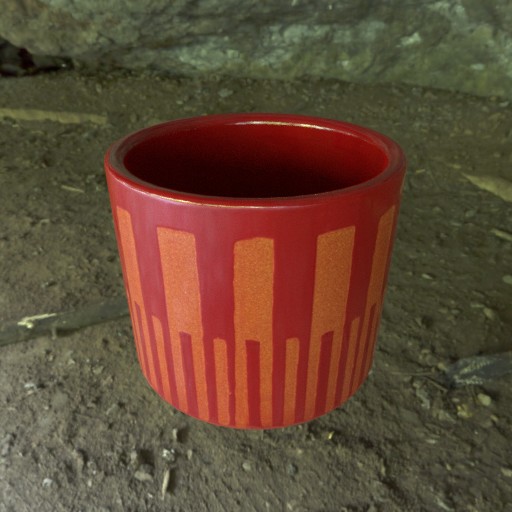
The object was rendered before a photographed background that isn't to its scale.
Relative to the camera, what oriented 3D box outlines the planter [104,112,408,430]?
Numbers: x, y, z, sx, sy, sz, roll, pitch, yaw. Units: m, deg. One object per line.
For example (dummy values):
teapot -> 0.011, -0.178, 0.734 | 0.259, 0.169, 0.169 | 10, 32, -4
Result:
planter -> 0.000, 0.000, 0.397 | 0.230, 0.202, 0.230 | 0, 30, 0
